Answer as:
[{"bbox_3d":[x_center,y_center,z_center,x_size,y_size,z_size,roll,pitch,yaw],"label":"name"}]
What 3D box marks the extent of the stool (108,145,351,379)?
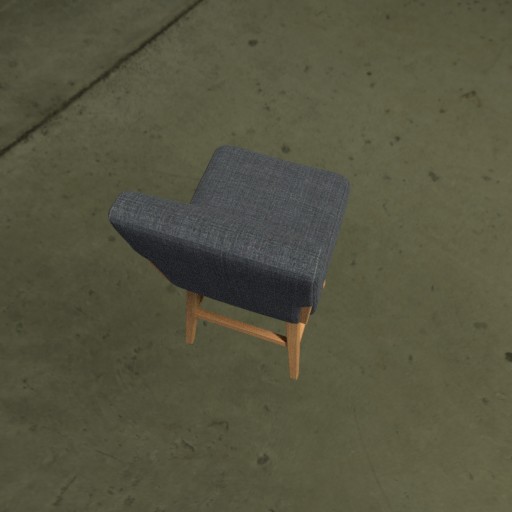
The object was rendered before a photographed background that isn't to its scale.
[{"bbox_3d":[0.000,0.000,1.407,0.483,1.112,0.570,17,64,9],"label":"stool"}]
